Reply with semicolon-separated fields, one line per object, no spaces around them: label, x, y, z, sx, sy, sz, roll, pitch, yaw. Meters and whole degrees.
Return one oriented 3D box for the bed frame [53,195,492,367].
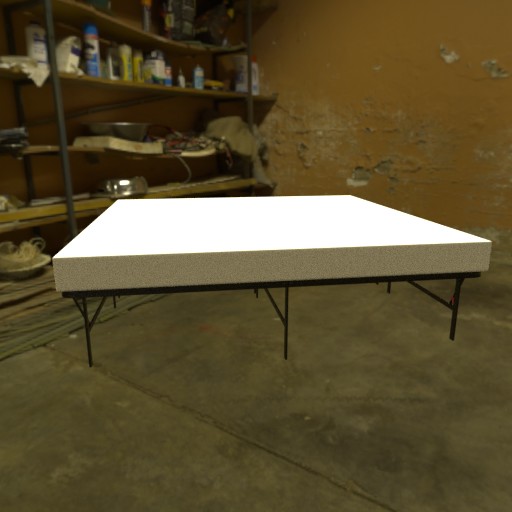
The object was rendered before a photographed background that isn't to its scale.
bed frame;0.000;0.000;2.998;2.032;0.559;1.930;-2;15;-9
